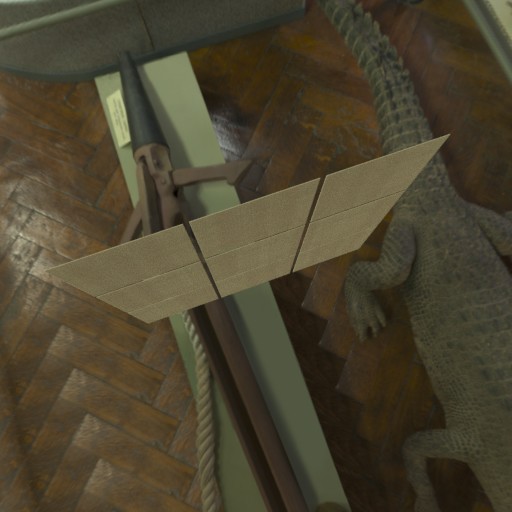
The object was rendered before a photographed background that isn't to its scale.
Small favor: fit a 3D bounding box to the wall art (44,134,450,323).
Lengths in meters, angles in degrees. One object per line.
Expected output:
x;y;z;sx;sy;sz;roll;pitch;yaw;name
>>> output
0.000;0.000;2.284;1.517;1.505;0.002;-19;76;-5;wall art
